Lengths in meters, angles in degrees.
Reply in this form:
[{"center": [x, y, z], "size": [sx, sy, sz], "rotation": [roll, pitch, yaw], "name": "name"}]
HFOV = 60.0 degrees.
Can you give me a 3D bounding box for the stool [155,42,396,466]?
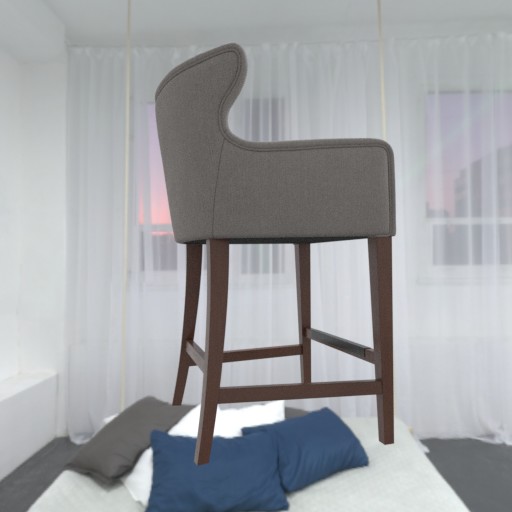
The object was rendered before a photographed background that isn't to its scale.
[{"center": [0.000, 0.000, 1.287], "size": [0.575, 0.951, 0.575], "rotation": [0, -1, -18], "name": "stool"}]
